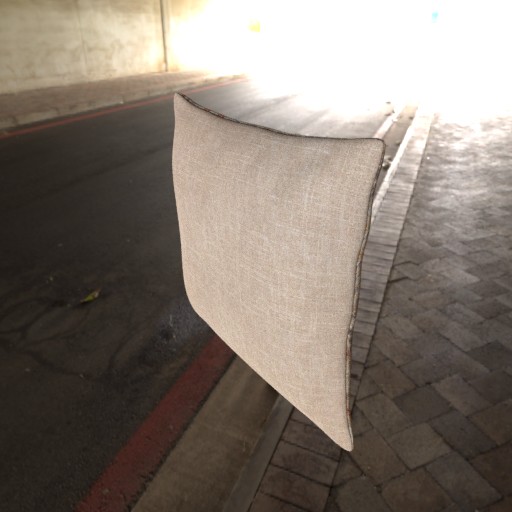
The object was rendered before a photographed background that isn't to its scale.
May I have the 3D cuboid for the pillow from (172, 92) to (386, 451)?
[{"bbox_3d":[0.000,0.000,0.795,0.166,0.506,0.523,-18,32,-31],"label":"pillow"}]
